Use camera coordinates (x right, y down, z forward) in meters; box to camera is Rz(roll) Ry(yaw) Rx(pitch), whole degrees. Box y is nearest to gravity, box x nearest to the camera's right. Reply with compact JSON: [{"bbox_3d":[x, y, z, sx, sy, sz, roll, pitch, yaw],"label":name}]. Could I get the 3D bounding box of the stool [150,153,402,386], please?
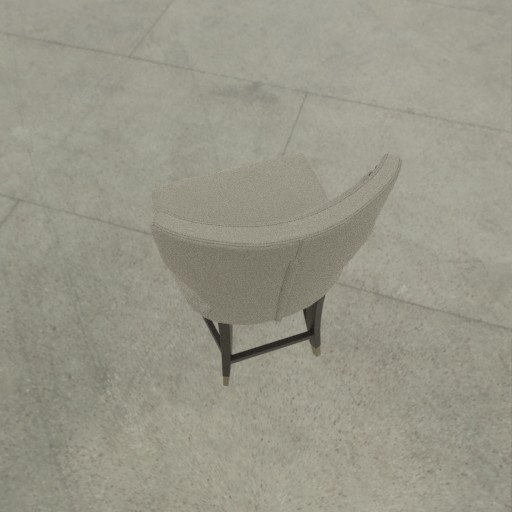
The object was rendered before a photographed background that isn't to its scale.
[{"bbox_3d":[0.000,0.000,1.351,0.527,0.982,0.563,-15,59,-10],"label":"stool"}]
